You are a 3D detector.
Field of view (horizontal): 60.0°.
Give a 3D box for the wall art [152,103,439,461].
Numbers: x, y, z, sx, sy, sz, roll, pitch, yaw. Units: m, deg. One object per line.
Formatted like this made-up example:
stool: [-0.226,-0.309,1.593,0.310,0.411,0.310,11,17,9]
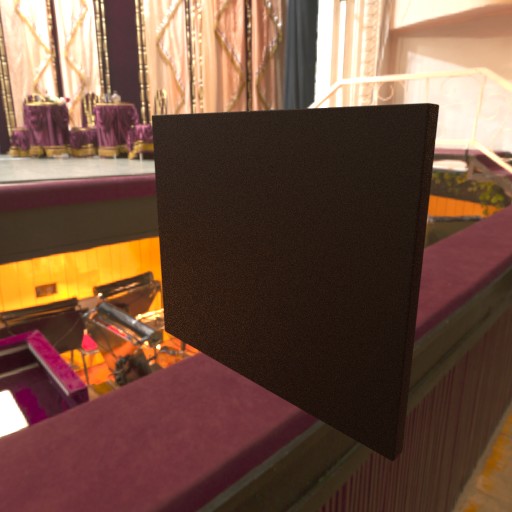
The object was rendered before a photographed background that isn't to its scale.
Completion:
wall art: [0.000,0.000,0.734,0.031,0.457,0.558,-15,21,-42]
